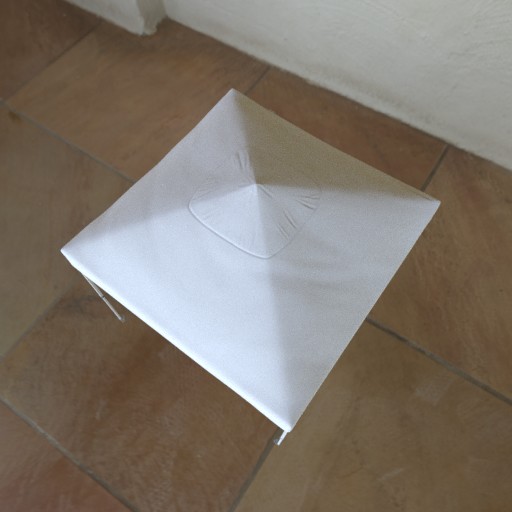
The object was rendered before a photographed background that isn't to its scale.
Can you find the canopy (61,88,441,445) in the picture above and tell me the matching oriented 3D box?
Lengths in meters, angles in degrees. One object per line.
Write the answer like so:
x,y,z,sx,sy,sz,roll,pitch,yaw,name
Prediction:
0.000,0.000,5.496,2.998,2.997,2.996,34,68,16,canopy
